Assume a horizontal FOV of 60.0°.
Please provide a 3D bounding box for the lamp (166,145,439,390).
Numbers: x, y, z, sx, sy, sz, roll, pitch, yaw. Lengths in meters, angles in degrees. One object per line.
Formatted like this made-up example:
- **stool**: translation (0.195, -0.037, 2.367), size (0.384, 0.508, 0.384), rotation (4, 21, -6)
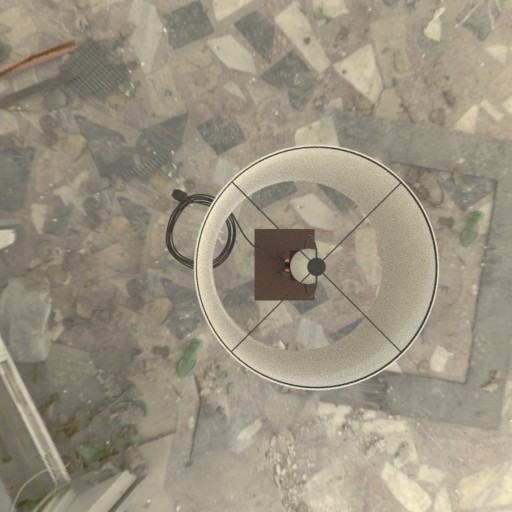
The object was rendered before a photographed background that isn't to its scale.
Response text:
- **lamp**: translation (0.000, 0.000, 0.972), size (0.525, 0.668, 0.396), rotation (0, 89, 0)
